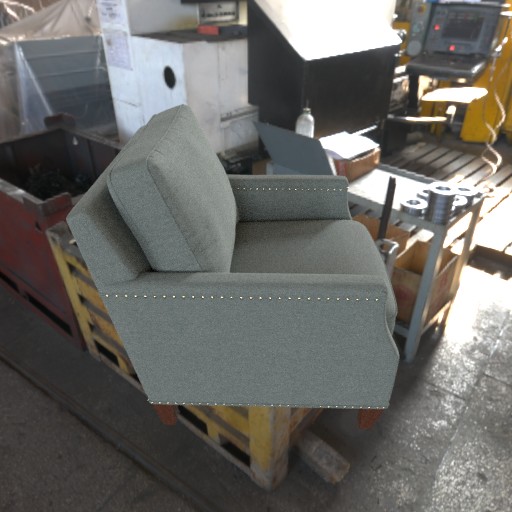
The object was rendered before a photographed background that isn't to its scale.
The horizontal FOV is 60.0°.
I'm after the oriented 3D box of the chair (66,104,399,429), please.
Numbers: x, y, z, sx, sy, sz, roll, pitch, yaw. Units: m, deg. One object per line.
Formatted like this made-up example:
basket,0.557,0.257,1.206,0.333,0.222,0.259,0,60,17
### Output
chair,0.000,0.000,1.769,1.031,1.031,0.885,1,33,1
